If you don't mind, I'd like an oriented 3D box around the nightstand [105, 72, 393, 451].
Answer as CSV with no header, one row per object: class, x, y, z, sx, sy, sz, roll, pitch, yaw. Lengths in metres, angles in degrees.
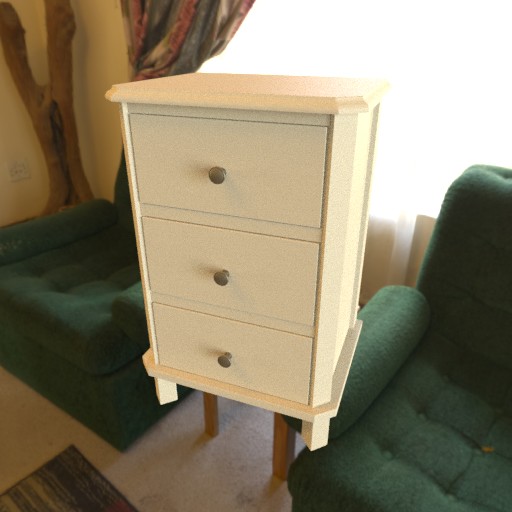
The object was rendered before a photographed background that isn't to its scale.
nightstand,0.000,0.000,0.930,0.435,0.681,0.351,10,28,19
